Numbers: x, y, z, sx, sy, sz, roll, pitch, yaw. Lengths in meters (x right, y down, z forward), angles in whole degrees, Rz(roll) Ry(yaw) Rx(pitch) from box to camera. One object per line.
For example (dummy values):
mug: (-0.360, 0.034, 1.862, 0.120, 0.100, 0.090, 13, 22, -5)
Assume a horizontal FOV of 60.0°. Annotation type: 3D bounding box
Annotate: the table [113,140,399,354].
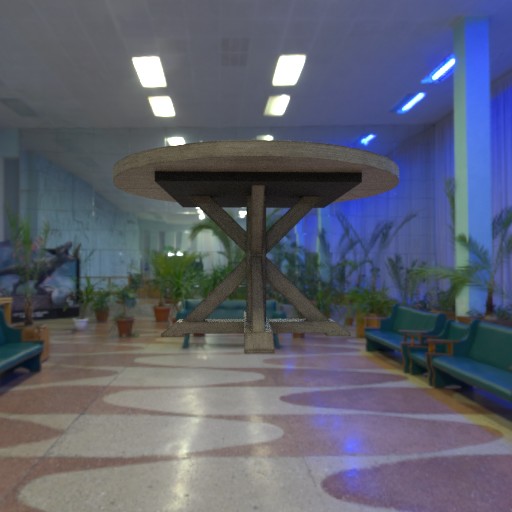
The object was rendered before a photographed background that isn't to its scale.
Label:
table: (0.000, 0.000, 2.206, 1.363, 0.781, 1.363, 0, -1, 0)
